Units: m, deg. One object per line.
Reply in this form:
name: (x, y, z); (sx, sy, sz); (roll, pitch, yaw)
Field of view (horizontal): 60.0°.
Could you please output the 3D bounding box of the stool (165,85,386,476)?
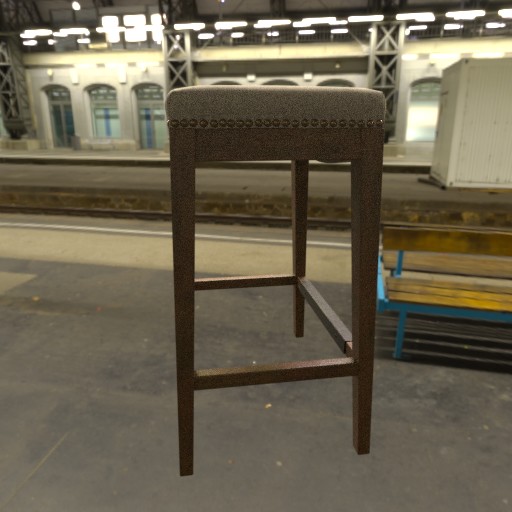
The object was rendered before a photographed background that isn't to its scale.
stool: (0.000, 0.000, 0.958); (0.356, 0.660, 0.508); (-3, 17, -9)
